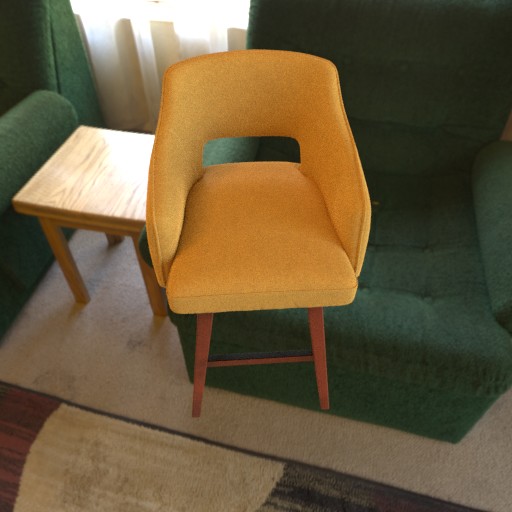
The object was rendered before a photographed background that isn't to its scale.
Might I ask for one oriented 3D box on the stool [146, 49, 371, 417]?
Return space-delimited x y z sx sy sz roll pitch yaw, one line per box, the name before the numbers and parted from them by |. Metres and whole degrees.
stool | 0.000 0.000 1.344 0.548 1.012 0.558 -3 47 -3
